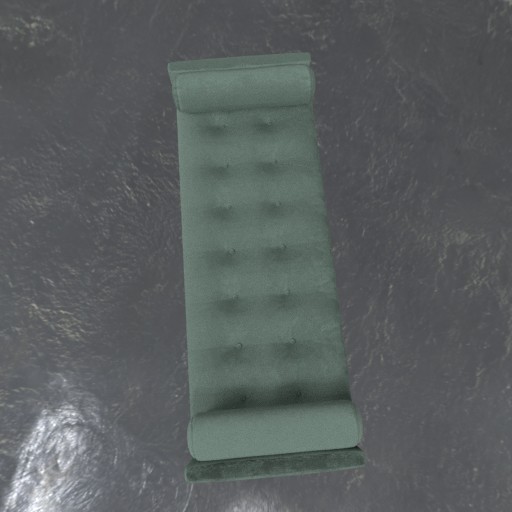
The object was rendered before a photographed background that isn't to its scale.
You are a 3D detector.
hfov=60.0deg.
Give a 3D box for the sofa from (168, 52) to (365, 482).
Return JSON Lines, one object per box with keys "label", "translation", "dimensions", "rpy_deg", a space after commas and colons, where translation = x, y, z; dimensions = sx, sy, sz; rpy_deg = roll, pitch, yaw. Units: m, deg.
{"label": "sofa", "translation": [0.000, 0.000, 2.416], "dimensions": [0.796, 0.705, 2.102], "rpy_deg": [-5, 75, -1]}
